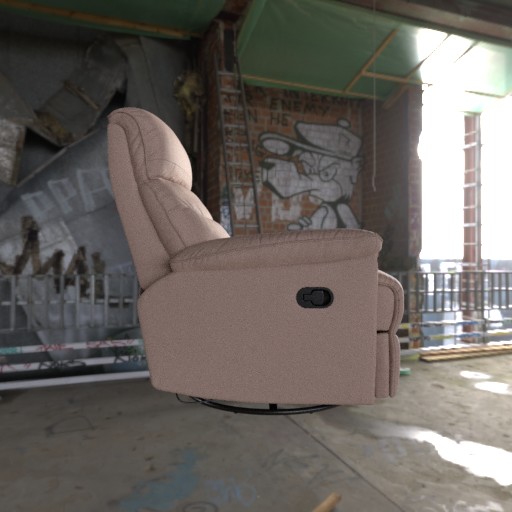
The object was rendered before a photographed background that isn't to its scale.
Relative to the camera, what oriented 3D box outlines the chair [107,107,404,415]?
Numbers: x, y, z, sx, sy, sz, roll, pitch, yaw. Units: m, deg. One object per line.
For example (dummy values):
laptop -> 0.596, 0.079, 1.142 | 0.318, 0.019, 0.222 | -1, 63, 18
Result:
chair -> 0.000, 0.000, 1.747 | 1.004, 1.037, 0.820 | 0, 0, 0
